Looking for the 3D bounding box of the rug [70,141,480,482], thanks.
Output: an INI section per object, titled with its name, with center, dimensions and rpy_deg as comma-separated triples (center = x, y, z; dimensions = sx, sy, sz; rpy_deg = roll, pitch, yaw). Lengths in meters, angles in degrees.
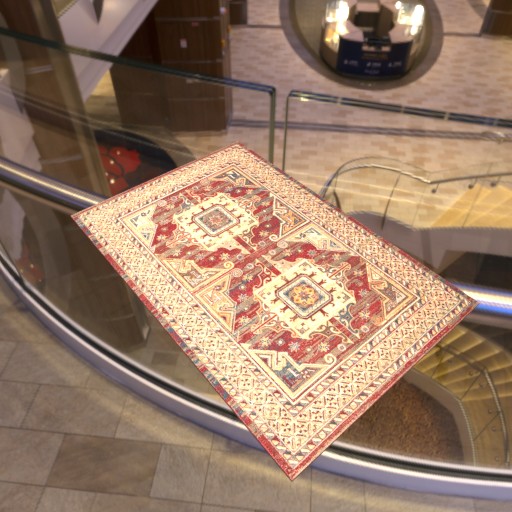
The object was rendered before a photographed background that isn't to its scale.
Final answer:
[rug]
center = 0.000, 0.000, 5.756
dimensions = 3.033, 0.033, 4.578
rpy_deg = -31, 54, -26
